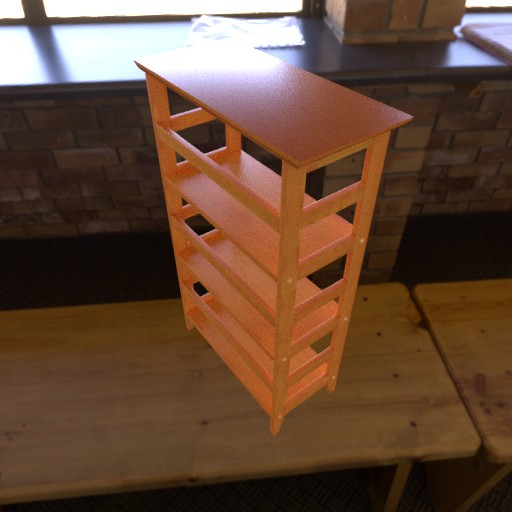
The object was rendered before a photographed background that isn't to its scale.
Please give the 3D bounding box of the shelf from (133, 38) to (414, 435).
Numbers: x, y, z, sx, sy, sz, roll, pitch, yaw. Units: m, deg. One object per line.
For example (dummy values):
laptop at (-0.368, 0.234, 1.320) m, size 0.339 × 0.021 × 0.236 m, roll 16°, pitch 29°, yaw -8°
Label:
shelf at (0.000, 0.000, 1.382) m, size 0.305 × 1.067 × 0.660 m, roll -27°, pitch 48°, yaw -27°
